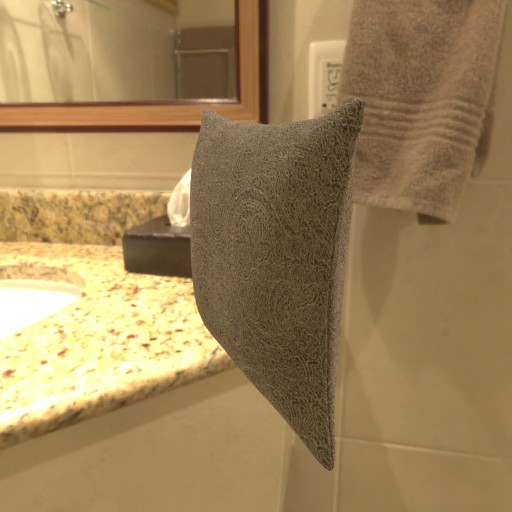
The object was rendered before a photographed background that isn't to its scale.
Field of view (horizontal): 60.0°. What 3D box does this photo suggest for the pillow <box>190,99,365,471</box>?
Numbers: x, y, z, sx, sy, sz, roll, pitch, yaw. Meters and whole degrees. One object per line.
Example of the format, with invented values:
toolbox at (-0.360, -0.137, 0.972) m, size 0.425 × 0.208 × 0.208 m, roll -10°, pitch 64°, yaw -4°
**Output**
pillow at (0.000, 0.000, 0.791) m, size 0.166 × 0.510 × 0.523 m, roll -8°, pitch 19°, yaw -25°
